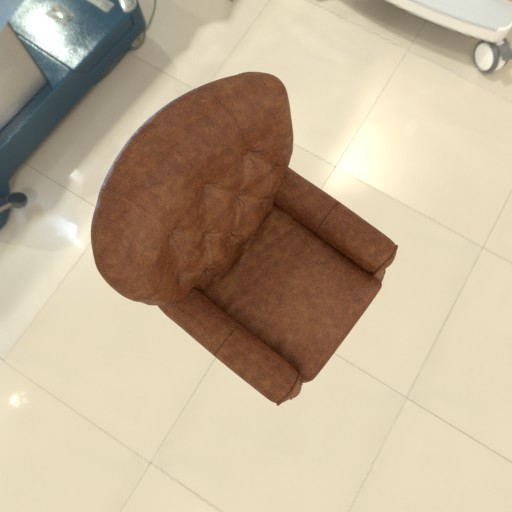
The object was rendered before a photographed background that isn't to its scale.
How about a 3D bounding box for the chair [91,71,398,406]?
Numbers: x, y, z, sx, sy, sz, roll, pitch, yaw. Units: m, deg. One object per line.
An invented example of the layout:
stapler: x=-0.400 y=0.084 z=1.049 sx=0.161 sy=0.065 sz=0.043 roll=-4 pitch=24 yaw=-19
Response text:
chair: x=0.000 y=0.000 z=1.957 sx=1.059 sy=1.164 sz=0.951 roll=38 pitch=79 yaw=9
